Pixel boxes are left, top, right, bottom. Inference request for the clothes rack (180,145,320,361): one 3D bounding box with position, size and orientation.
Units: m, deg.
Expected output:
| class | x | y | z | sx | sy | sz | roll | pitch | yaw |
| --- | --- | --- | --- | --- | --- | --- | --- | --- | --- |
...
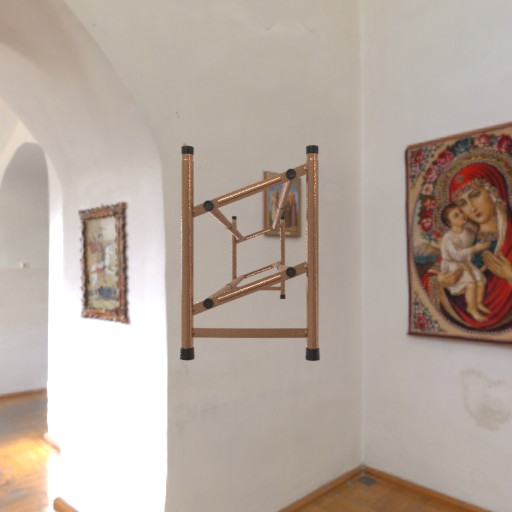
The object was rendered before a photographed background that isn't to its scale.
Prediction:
| class | x | y | z | sx | sy | sz | roll | pitch | yaw |
| --- | --- | --- | --- | --- | --- | --- | --- | --- | --- |
| clothes rack | 0.000 | 0.000 | 1.297 | 0.229 | 0.349 | 1.168 | 0 | -1 | 1 |
